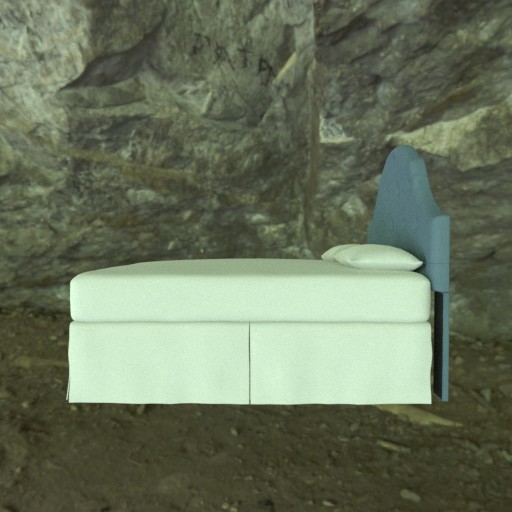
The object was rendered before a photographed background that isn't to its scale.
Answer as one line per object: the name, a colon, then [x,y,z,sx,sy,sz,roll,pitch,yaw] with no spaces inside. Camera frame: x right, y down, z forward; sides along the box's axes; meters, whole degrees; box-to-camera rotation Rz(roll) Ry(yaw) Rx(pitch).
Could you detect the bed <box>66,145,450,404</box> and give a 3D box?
bed: [0.000,0.000,3.211,2.155,1.575,1.636,0,2,1]
